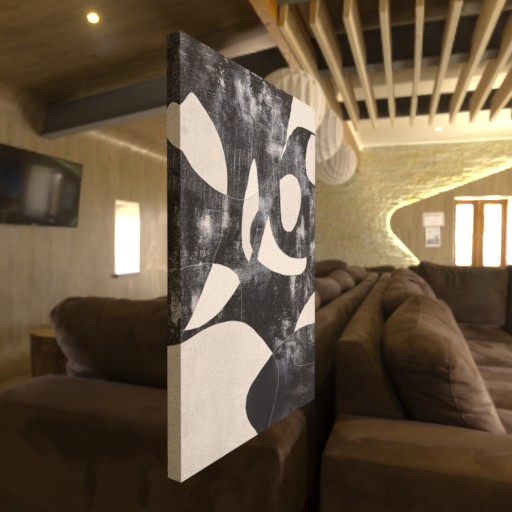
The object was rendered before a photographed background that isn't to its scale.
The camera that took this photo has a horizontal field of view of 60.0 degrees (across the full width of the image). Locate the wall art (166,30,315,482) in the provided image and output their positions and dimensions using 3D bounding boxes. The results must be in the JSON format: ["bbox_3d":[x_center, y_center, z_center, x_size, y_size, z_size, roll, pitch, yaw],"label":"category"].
[{"bbox_3d":[0.000,0.000,1.159,0.041,0.915,0.610,1,1,34],"label":"wall art"}]
